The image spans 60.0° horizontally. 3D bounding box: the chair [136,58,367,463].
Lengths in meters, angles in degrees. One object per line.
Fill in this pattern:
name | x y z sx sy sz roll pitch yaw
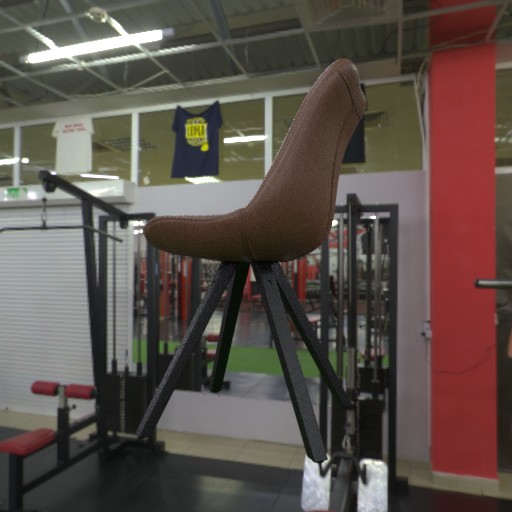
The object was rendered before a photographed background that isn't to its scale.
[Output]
chair | 0.000 0.000 1.160 0.550 0.850 0.475 0 -1 20
